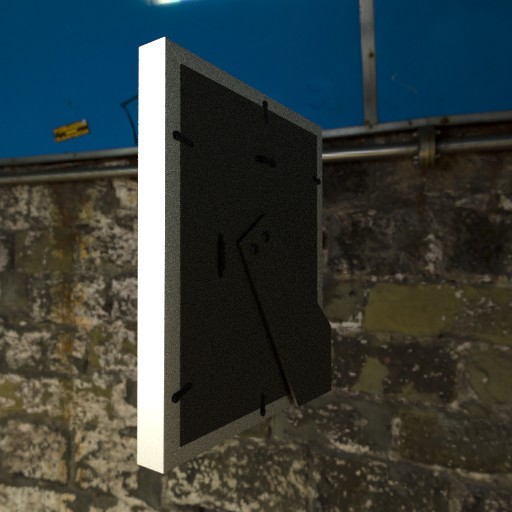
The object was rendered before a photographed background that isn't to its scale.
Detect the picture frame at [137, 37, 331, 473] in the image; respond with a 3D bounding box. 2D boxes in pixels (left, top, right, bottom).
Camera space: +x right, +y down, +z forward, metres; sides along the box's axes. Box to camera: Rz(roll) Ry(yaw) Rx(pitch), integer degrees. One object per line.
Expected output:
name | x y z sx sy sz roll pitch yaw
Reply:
picture frame | 0.000 0.000 0.386 0.036 0.282 0.233 -1 -1 34
